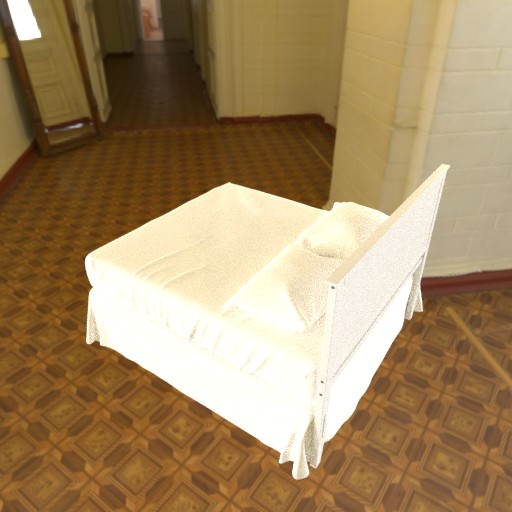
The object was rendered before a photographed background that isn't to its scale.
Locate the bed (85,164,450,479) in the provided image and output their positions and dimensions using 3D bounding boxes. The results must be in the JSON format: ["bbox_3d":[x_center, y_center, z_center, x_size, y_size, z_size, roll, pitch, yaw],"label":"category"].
[{"bbox_3d":[0.000,0.000,3.157,2.047,1.269,1.876,20,37,29],"label":"bed"}]
